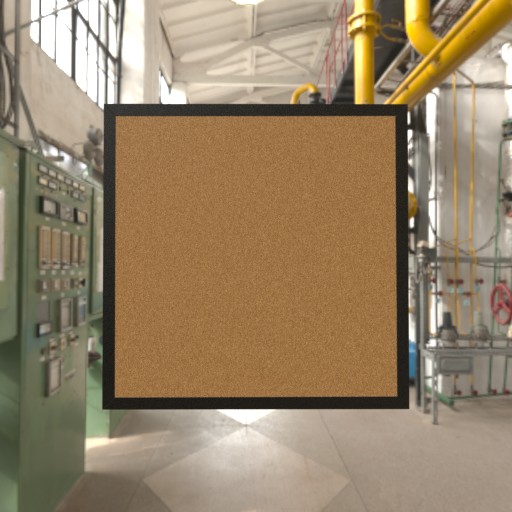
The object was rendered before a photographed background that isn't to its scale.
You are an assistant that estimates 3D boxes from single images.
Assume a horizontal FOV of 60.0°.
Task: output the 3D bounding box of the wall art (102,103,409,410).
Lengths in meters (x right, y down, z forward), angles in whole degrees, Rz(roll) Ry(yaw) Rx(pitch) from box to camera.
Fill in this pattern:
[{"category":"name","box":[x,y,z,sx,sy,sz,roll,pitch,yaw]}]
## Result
[{"category":"wall art","box":[0.000,0.000,0.753,0.508,0.508,0.036,0,-1,0]}]
